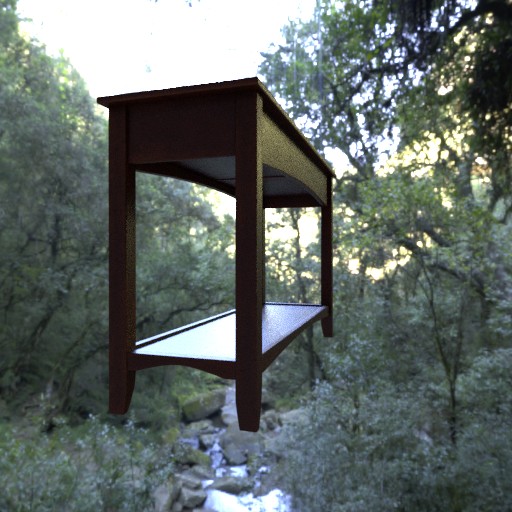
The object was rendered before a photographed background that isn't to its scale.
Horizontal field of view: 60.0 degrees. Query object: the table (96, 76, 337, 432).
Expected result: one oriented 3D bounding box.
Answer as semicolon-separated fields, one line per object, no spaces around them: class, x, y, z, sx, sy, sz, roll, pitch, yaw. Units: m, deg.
table;0.000;0.000;1.526;0.392;0.739;1.188;0;0;18
